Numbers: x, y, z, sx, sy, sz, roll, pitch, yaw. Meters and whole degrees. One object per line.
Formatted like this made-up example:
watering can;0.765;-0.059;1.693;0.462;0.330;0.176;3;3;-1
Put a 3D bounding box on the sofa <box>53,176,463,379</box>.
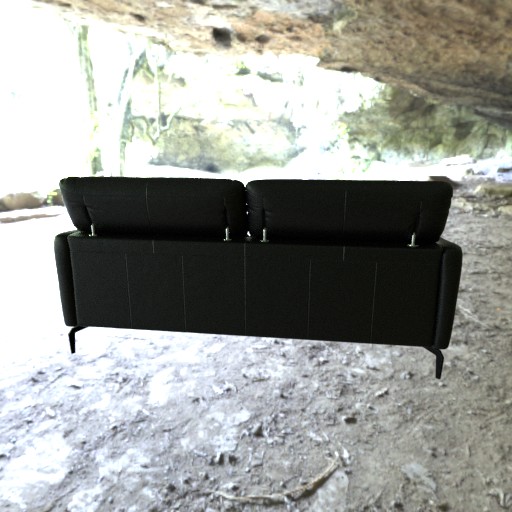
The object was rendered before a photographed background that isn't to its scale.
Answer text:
sofa;0.000;0.000;2.540;2.069;0.957;0.856;2;16;7
